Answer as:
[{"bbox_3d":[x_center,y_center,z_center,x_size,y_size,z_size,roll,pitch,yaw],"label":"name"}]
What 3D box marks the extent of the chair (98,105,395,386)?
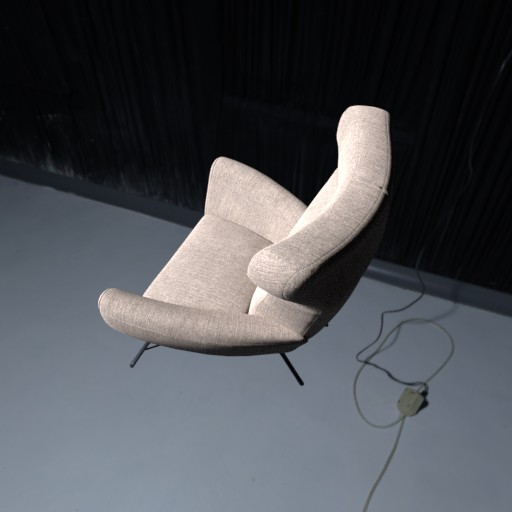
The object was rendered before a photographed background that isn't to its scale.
[{"bbox_3d":[0.000,0.000,1.770,0.900,1.040,0.980,18,50,16],"label":"chair"}]
